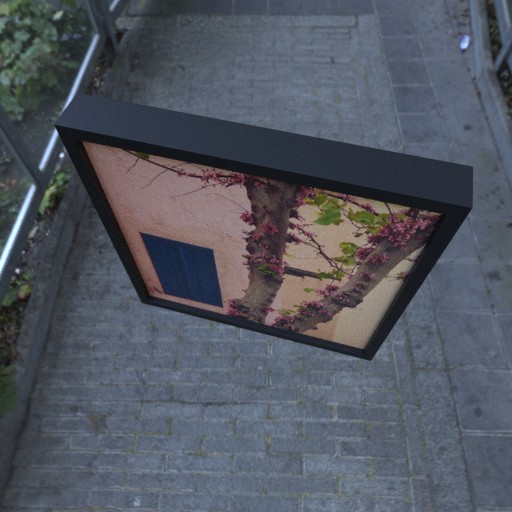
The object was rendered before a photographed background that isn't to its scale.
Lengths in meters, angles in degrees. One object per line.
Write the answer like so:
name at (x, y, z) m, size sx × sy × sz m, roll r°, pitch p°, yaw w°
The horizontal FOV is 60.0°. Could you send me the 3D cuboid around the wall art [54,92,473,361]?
wall art at (0.000, 0.000, 0.450) m, size 0.305 × 0.304 × 0.038 m, roll 13°, pitch 59°, yaw 8°
